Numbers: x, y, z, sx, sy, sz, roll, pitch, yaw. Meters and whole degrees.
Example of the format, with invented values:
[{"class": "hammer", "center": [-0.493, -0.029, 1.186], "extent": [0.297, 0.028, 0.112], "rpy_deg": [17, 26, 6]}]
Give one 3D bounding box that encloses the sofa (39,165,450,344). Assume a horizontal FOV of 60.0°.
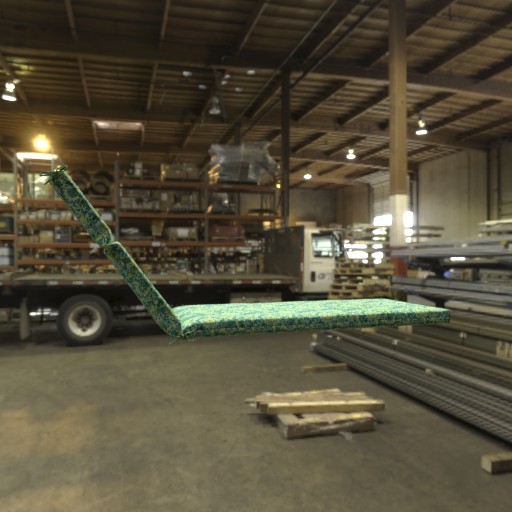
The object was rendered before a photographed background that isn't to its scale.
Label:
[{"class": "sofa", "center": [0.000, 0.000, 1.959], "extent": [1.663, 0.622, 0.582], "rpy_deg": [0, 0, -18]}]
